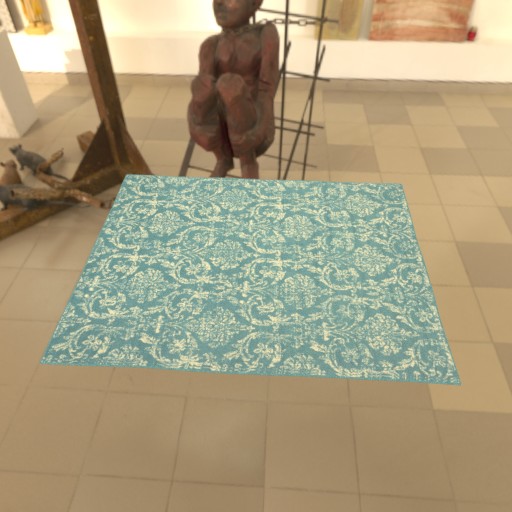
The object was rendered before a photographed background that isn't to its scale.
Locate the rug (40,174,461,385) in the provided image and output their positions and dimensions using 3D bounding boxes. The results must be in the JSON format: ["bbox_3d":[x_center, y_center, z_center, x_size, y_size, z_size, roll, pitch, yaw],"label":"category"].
[{"bbox_3d":[0.000,0.000,3.955,2.980,0.012,2.363,2,45,2],"label":"rug"}]
